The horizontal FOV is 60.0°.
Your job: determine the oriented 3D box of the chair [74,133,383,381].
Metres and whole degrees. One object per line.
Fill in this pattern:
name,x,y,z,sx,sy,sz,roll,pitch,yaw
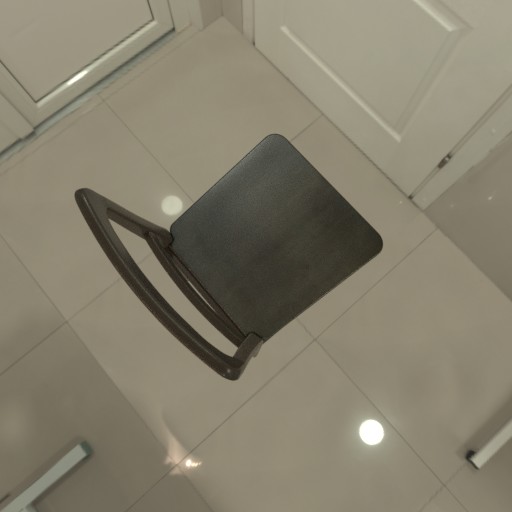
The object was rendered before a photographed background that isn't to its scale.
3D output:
chair,0.000,0.000,1.259,0.546,0.991,0.450,-40,80,-9
